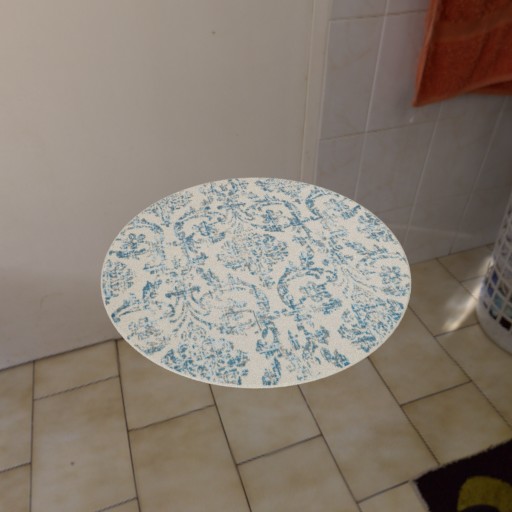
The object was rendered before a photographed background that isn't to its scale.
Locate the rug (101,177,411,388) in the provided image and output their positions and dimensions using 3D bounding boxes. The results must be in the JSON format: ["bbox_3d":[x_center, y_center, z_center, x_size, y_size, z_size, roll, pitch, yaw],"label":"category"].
[{"bbox_3d":[0.000,0.000,2.352,1.593,0.012,1.593,0,41,0],"label":"rug"}]
